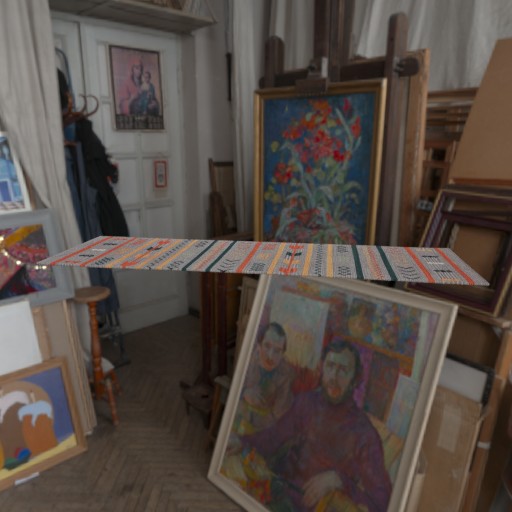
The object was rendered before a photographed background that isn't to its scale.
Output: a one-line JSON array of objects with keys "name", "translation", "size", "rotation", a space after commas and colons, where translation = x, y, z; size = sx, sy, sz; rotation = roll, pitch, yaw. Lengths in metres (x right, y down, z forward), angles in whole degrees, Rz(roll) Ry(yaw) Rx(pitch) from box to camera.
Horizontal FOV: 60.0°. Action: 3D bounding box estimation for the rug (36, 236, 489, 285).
[{"name": "rug", "translation": [0.000, 0.000, 2.692], "size": [2.419, 0.022, 0.744], "rotation": [2, 15, 8]}]
